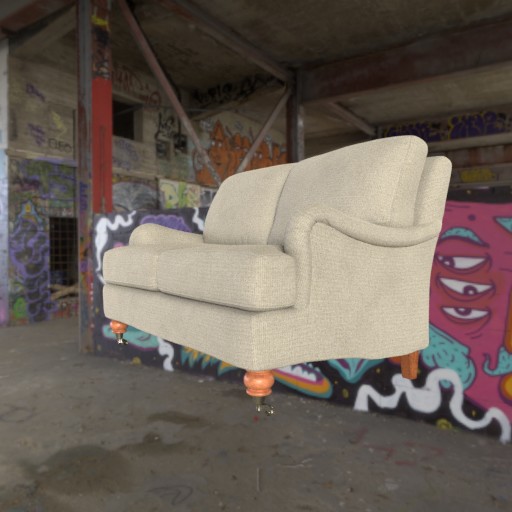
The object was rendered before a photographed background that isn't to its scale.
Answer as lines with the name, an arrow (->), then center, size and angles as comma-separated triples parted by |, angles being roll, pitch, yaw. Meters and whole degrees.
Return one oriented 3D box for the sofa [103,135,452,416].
sofa -> 0.000, 0.000, 2.168 | 1.087, 0.999, 1.480 | -1, 1, -36
